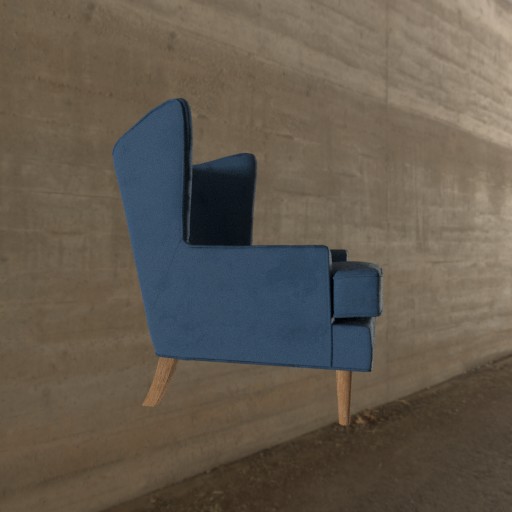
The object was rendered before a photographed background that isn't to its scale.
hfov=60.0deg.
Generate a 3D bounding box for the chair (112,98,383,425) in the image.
[{"bbox_3d":[0.000,0.000,1.654,0.910,0.952,0.793,0,0,16],"label":"chair"}]
